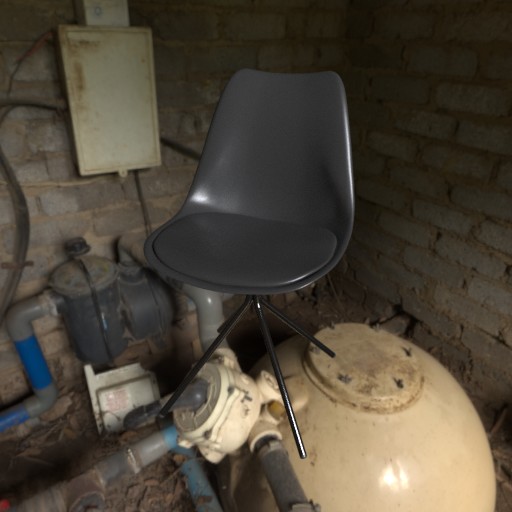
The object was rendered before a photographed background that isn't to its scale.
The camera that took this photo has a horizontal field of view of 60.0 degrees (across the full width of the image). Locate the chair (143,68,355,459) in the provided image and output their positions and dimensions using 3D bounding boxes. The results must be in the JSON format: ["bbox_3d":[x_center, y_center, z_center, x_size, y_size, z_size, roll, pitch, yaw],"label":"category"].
[{"bbox_3d":[0.000,0.000,1.140,0.461,0.850,0.525,9,29,17],"label":"chair"}]
